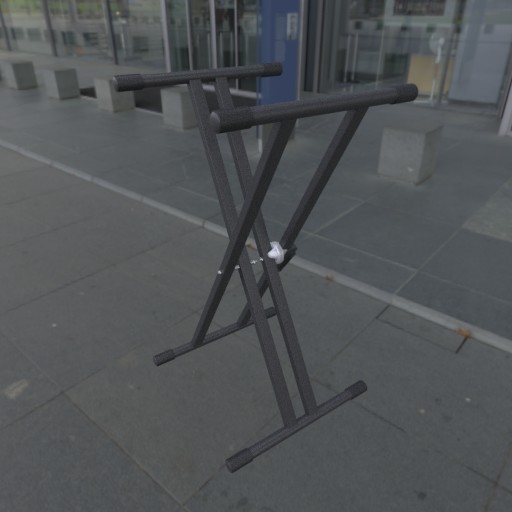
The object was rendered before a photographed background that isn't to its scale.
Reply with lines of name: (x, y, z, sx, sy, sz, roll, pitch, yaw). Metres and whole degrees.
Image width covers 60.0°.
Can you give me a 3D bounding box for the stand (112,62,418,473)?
stand: (0.000, 0.000, 1.204, 0.495, 0.900, 0.503, -19, 35, -30)
